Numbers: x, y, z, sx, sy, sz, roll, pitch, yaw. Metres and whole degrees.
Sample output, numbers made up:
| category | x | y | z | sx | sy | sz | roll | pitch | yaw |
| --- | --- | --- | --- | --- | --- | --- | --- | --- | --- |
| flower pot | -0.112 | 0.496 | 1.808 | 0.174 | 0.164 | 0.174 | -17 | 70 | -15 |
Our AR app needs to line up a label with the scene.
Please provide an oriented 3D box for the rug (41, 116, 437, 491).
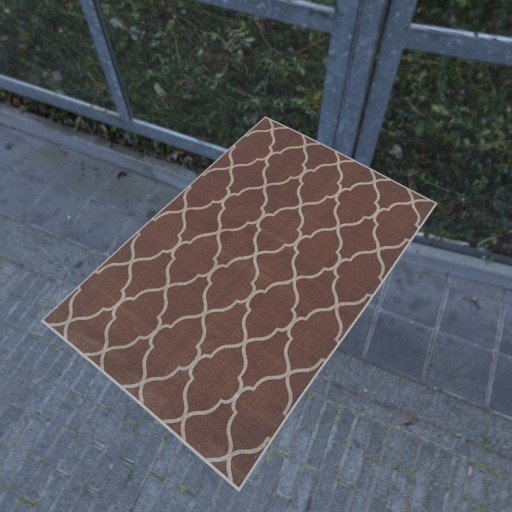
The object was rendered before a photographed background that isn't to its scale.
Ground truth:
| category | x | y | z | sx | sy | sz | roll | pitch | yaw |
| --- | --- | --- | --- | --- | --- | --- | --- | --- | --- |
| rug | 0.000 | 0.000 | 2.912 | 1.528 | 0.014 | 2.294 | 32 | 63 | 19 |
